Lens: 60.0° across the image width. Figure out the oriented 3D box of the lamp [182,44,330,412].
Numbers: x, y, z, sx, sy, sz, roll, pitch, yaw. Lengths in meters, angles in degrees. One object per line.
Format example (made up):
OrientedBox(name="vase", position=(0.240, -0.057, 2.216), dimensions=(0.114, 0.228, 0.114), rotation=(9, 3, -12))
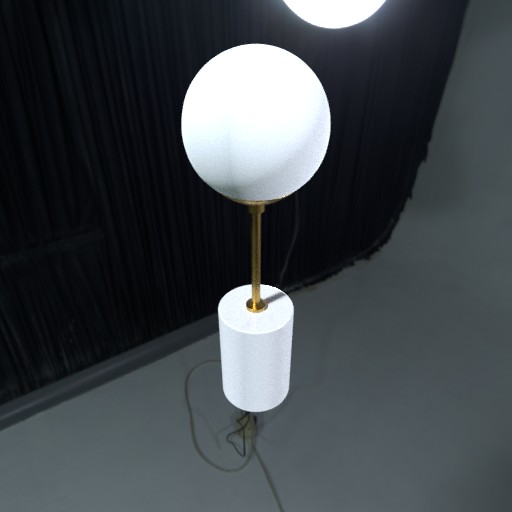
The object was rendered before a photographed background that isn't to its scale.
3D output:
OrientedBox(name="lamp", position=(0.000, 0.000, 0.553), dimensions=(0.153, 0.480, 0.153), rotation=(0, 34, 0))
